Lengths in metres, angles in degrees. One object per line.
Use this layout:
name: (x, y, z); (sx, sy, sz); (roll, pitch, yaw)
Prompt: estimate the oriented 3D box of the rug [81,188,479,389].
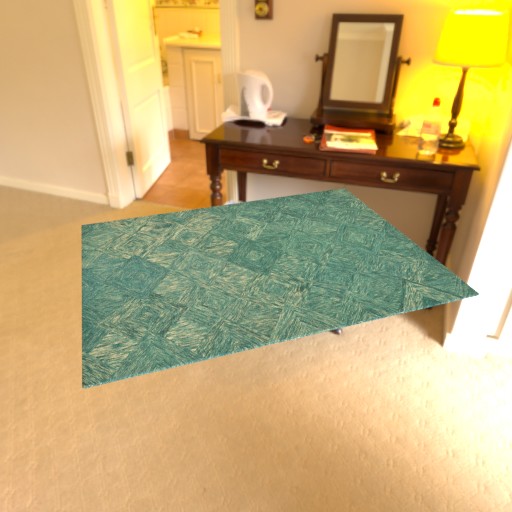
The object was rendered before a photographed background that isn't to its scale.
rug: (0.000, 0.000, 4.315); (3.217, 0.027, 2.405); (-10, 33, -16)
